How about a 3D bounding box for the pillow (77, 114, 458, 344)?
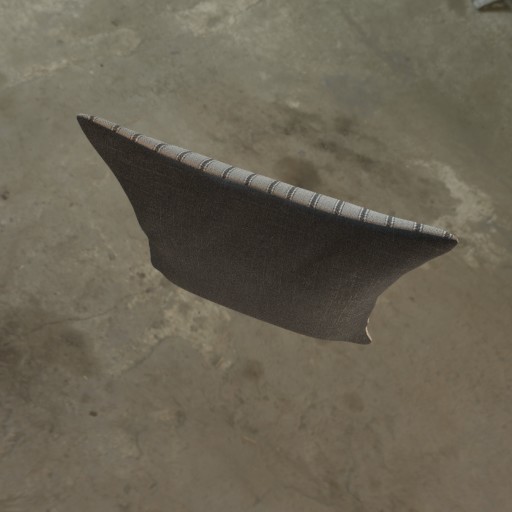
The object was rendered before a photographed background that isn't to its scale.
[{"bbox_3d":[0.000,0.000,0.696,0.468,0.444,0.138,19,66,9],"label":"pillow"}]
